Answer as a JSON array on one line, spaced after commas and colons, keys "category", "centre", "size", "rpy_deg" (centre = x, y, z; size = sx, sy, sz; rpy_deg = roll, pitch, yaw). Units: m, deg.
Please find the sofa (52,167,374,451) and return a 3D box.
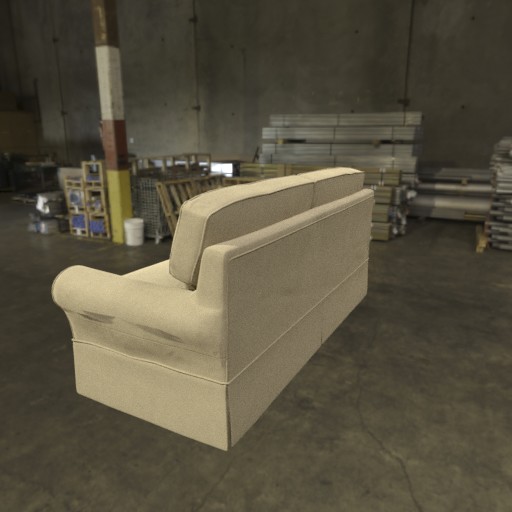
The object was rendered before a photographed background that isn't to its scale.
[{"category": "sofa", "centre": [0.000, 0.000, 2.718], "size": [0.900, 1.014, 2.246], "rpy_deg": [8, 17, 27]}]
